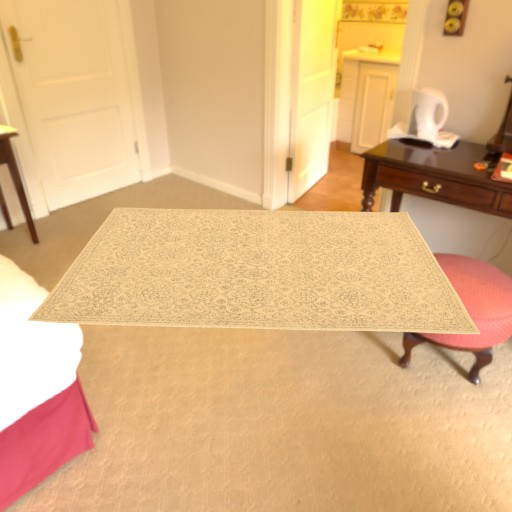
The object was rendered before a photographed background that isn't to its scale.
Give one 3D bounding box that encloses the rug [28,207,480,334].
[{"bbox_3d":[0.000,0.000,3.019,2.434,0.023,1.518,1,30,2],"label":"rug"}]
